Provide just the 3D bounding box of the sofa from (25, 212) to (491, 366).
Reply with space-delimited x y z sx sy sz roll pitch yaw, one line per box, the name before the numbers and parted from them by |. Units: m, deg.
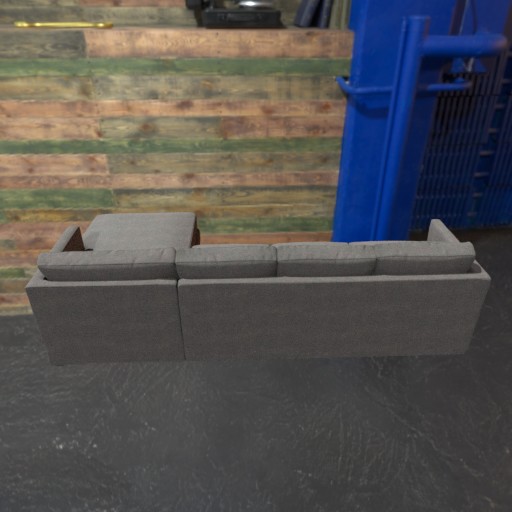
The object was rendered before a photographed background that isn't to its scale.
sofa | 0.000 0.000 3.830 3.205 0.922 1.650 -1 31 -2
